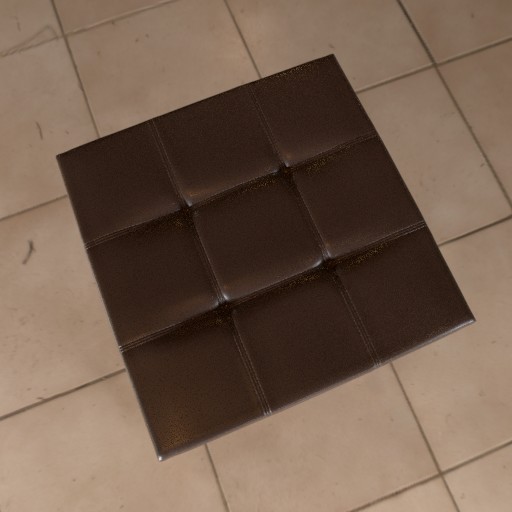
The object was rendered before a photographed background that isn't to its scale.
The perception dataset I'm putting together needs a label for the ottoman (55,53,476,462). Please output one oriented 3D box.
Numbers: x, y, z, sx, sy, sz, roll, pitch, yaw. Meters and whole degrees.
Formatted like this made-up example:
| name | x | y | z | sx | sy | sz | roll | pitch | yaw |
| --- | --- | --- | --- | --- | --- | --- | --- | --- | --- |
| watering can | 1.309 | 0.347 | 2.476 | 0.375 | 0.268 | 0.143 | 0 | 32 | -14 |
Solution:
| name | x | y | z | sx | sy | sz | roll | pitch | yaw |
| --- | --- | --- | --- | --- | --- | --- | --- | --- | --- |
| ottoman | 0.000 | 0.000 | 1.265 | 0.788 | 0.460 | 0.787 | -22 | 77 | -5 |
